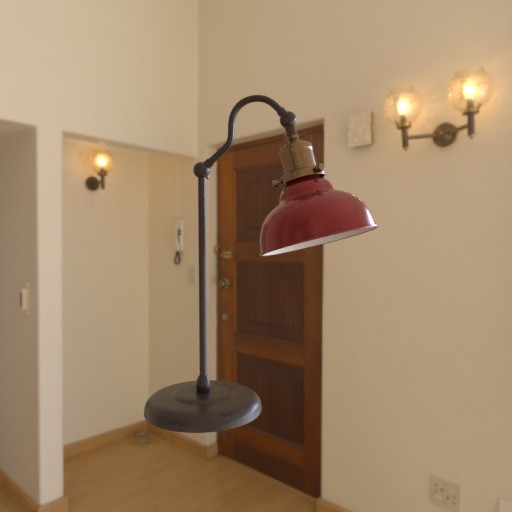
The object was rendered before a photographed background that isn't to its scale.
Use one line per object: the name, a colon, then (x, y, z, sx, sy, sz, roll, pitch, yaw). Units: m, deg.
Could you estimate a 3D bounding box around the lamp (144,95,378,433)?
lamp: (0.000, 0.000, 0.703, 0.374, 0.508, 0.192, 0, 1, 18)
